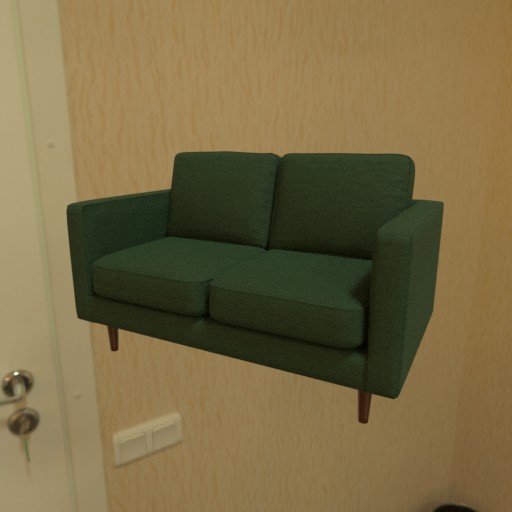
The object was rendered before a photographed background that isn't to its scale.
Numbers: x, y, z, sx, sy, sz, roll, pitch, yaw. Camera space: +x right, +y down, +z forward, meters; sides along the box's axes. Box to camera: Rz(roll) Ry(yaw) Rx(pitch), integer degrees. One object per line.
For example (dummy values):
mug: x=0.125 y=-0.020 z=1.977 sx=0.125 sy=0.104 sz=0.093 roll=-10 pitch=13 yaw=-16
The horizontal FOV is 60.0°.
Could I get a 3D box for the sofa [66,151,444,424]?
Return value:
sofa: x=0.000 y=0.000 z=1.975 sx=1.430 sy=0.899 sz=0.879 roll=7 pitch=16 yaw=27
